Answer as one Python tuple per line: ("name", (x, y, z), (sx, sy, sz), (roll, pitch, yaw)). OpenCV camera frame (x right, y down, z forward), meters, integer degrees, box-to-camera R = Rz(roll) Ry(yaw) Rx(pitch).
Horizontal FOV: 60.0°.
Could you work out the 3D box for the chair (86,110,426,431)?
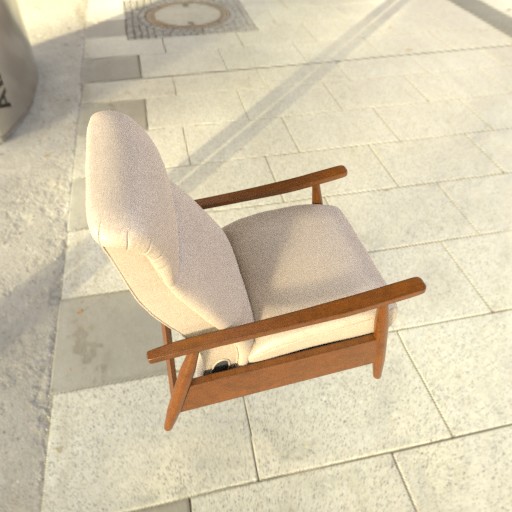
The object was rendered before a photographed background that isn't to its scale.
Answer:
("chair", (0.000, 0.000, 1.751), (1.030, 1.082, 0.762), (-11, 47, -10))
